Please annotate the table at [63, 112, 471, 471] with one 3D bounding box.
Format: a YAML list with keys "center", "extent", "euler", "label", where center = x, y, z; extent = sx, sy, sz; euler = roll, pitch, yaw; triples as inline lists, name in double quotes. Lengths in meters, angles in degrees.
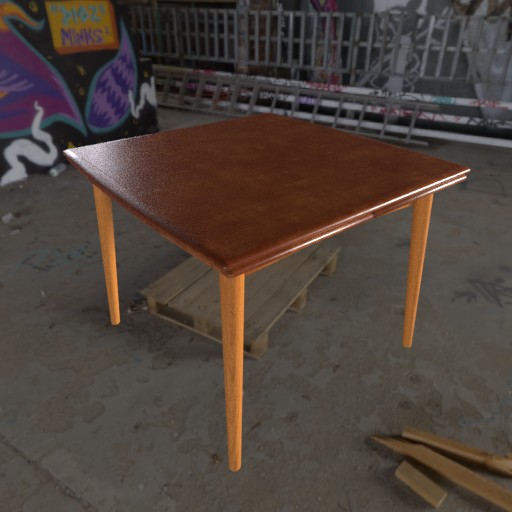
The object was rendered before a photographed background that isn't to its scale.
- center: [0.000, 0.000, 1.657]
  extent: [0.991, 0.754, 0.991]
  euler: [-22, 37, -33]
  label: "table"
